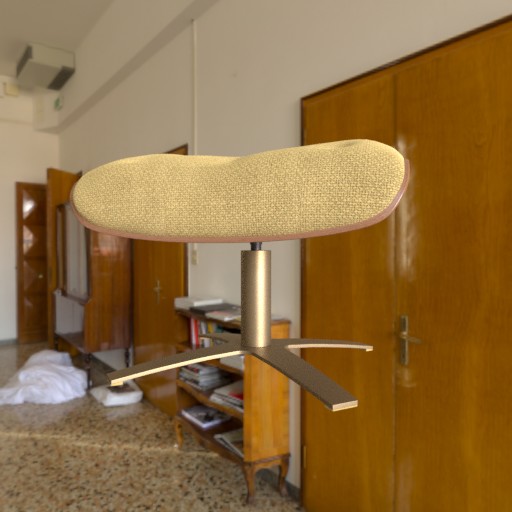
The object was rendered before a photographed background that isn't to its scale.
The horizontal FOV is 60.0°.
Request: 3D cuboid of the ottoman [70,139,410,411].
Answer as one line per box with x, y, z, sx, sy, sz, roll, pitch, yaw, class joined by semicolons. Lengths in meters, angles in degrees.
0.000;0.000;0.805;0.520;0.391;0.394;0;1;18;ottoman
